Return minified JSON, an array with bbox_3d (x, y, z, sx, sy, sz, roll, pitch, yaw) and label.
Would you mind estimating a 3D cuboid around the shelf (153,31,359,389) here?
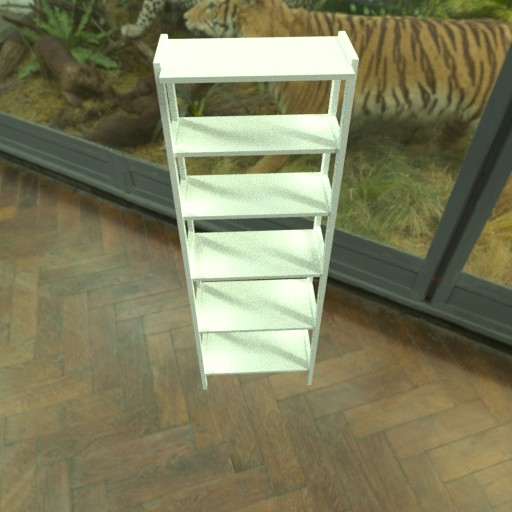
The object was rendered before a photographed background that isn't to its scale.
[{"bbox_3d":[0.000,0.000,2.122,0.660,1.892,0.381,-2,46,-2],"label":"shelf"}]
